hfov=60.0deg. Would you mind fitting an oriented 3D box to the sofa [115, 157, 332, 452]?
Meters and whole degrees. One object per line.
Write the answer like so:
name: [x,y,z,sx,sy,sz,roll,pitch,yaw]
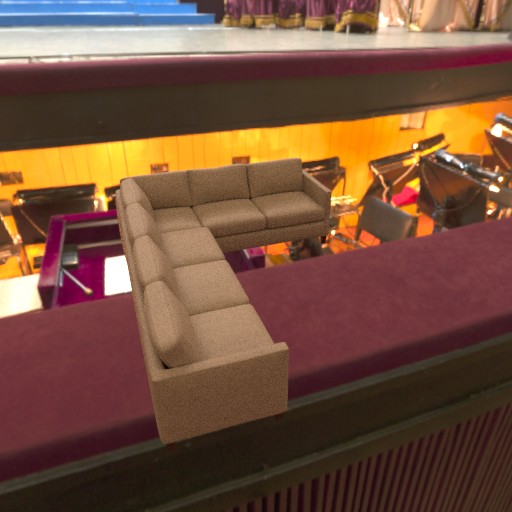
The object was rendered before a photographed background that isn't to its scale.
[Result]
sofa: [0.000,0.000,4.494,2.522,0.934,3.333,-10,32,-16]
